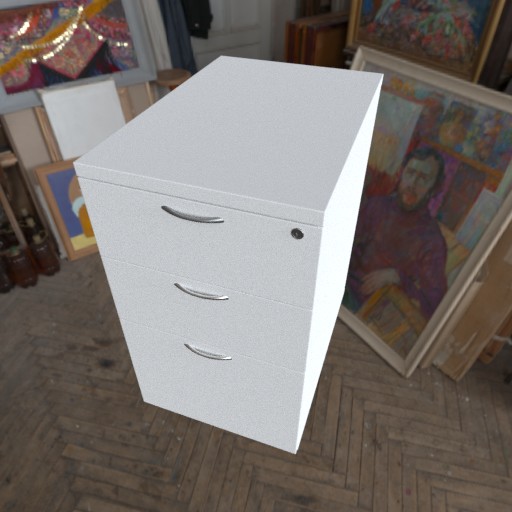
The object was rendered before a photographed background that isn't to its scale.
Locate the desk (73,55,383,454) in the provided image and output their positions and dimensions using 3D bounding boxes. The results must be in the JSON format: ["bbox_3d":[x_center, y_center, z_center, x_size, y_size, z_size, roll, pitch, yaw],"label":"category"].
[{"bbox_3d":[0.000,0.000,1.086,0.404,0.730,0.600,13,42,15],"label":"desk"}]
